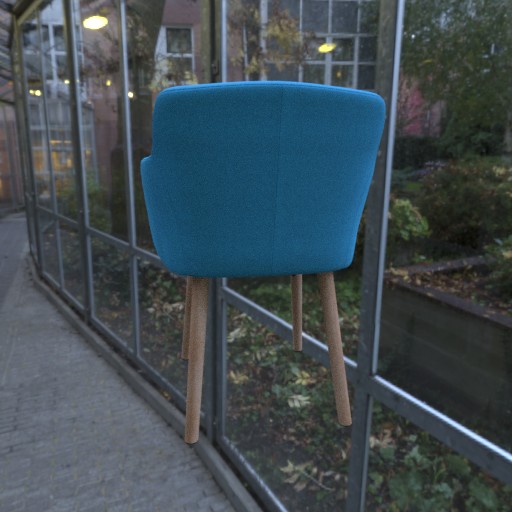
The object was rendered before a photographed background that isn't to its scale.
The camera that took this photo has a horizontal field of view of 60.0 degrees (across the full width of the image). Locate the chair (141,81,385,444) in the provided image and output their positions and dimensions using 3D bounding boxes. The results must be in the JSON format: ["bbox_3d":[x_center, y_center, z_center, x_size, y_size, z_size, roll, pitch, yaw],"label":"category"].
[{"bbox_3d":[0.000,0.000,1.154,0.570,0.780,0.540,-2,12,-10],"label":"chair"}]
